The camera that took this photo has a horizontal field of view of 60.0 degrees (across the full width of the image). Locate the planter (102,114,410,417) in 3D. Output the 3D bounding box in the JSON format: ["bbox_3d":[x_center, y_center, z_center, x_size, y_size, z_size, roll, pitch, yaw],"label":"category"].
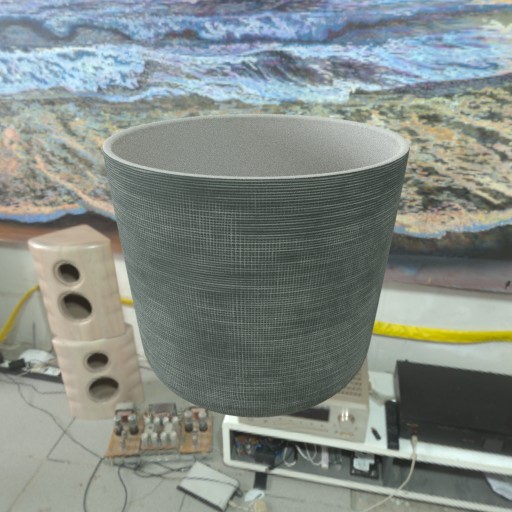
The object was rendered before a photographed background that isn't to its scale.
[{"bbox_3d":[0.000,0.000,0.751,0.440,0.398,0.440,0,26,0],"label":"planter"}]
